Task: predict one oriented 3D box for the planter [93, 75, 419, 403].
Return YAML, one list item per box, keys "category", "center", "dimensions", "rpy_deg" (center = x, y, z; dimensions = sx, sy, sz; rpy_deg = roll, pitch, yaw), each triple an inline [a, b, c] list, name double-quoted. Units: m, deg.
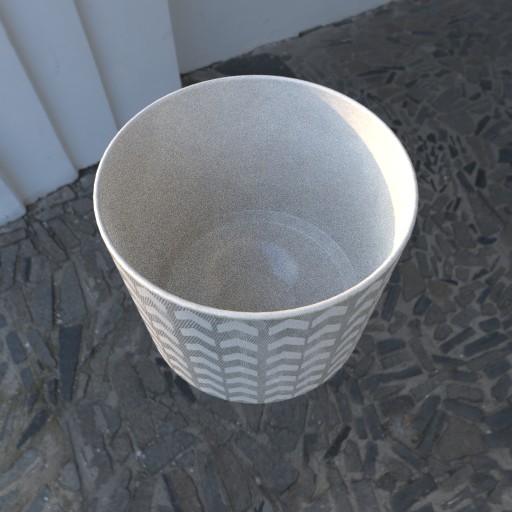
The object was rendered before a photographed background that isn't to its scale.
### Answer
- category: "planter"
  center: [0.000, 0.000, 0.339]
  dimensions: [0.190, 0.181, 0.190]
  rpy_deg: [0, 57, 0]
